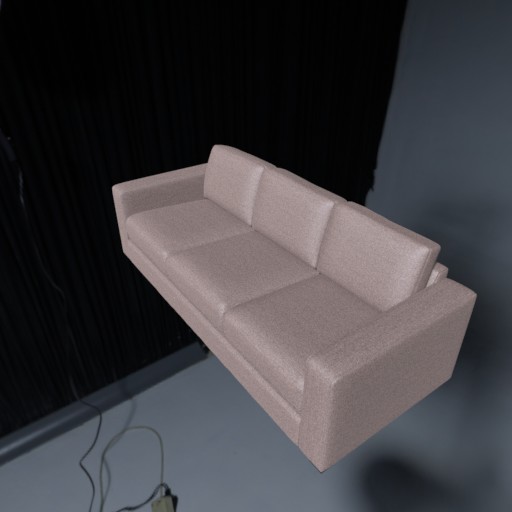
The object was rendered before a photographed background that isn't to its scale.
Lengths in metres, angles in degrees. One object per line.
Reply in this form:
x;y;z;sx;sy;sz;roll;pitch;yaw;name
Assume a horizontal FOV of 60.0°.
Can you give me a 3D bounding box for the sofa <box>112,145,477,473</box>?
0.000;0.000;2.571;0.900;0.806;2.160;-20;37;-30;sofa
